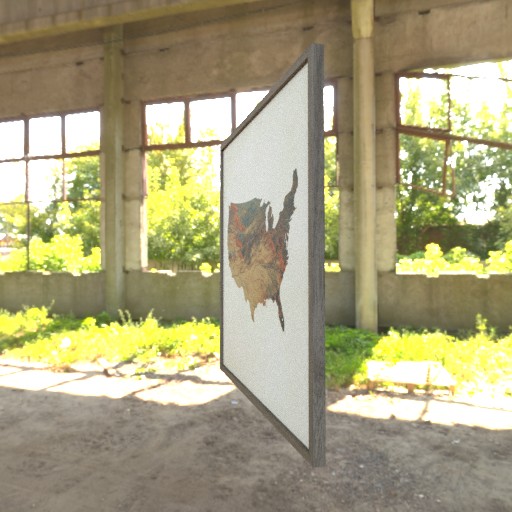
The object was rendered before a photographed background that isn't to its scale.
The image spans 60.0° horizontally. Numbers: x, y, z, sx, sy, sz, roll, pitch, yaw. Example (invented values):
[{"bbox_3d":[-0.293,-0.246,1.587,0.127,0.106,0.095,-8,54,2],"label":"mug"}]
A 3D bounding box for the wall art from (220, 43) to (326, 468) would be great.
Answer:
[{"bbox_3d":[0.000,0.000,0.771,0.016,0.507,0.508,0,-1,-17],"label":"wall art"}]
